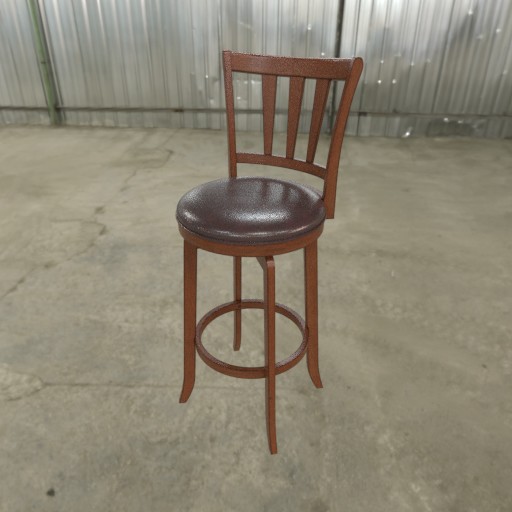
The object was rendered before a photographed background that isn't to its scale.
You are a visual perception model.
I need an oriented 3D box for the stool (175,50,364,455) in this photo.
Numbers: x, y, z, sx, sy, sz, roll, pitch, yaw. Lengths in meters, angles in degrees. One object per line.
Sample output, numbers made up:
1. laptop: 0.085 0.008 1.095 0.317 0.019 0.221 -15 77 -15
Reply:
1. stool: 0.000 0.000 1.433 0.464 1.177 0.503 17 33 29
